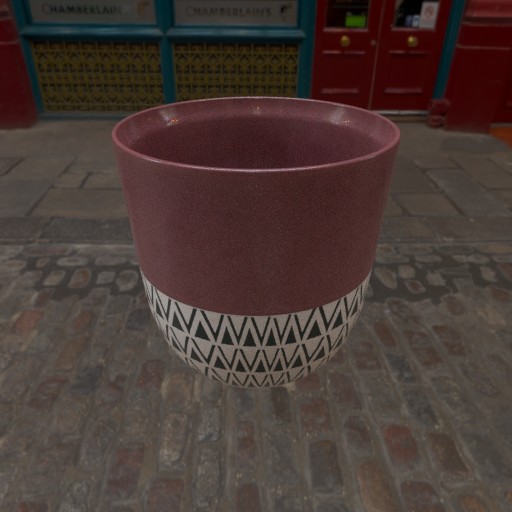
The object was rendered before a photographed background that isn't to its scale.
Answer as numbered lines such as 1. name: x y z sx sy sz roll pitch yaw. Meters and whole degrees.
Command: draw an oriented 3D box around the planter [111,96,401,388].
1. planter: 0.000 0.000 0.363 0.195 0.214 0.195 0 30 0
